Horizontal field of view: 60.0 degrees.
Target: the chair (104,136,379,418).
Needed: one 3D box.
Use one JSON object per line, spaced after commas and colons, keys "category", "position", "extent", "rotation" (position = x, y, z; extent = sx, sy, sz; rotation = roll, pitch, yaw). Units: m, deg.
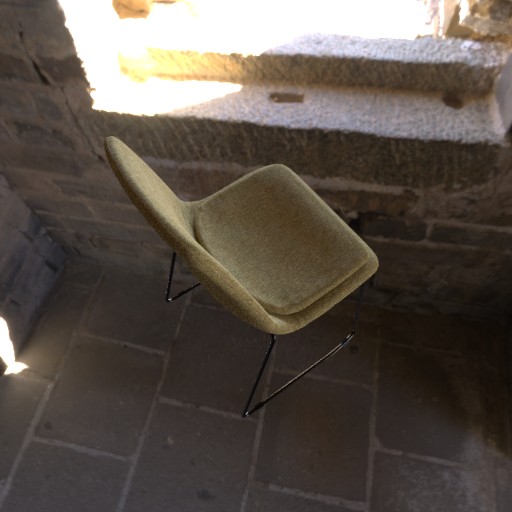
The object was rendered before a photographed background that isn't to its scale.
{"category": "chair", "position": [0.000, 0.000, 1.129], "extent": [0.496, 0.849, 0.479], "rotation": [-31, 63, -18]}
